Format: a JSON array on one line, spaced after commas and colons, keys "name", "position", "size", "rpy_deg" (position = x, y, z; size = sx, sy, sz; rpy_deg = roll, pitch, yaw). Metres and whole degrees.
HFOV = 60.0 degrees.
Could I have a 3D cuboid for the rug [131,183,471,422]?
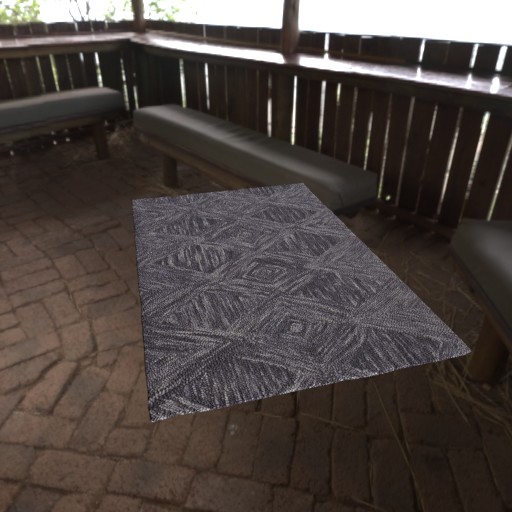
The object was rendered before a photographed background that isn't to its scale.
[{"name": "rug", "position": [0.000, 0.000, 2.269], "size": [1.186, 0.012, 1.814], "rpy_deg": [-8, 31, -13]}]
